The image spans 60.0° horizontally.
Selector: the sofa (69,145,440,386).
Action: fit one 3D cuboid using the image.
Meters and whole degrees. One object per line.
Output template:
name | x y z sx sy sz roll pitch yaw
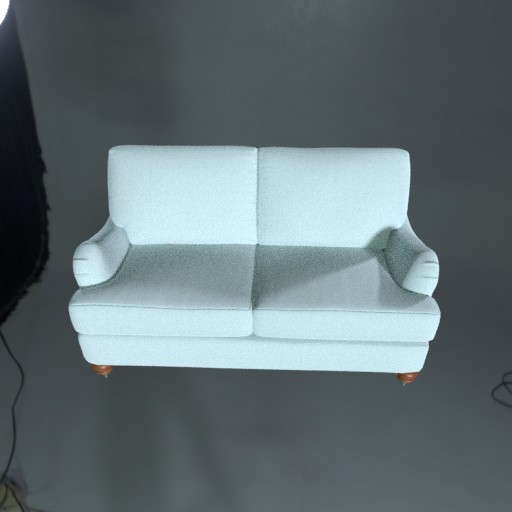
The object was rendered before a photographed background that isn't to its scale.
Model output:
sofa | 0.000 0.000 2.552 1.853 1.101 1.084 1 31 2
